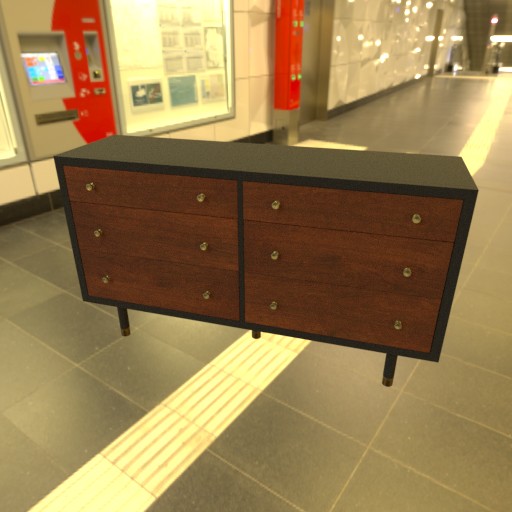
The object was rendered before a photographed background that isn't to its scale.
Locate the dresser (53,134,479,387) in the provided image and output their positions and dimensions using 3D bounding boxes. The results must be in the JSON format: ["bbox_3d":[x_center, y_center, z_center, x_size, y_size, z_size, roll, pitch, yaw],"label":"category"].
[{"bbox_3d":[0.000,0.000,1.941,1.558,0.872,0.463,7,27,14],"label":"dresser"}]
